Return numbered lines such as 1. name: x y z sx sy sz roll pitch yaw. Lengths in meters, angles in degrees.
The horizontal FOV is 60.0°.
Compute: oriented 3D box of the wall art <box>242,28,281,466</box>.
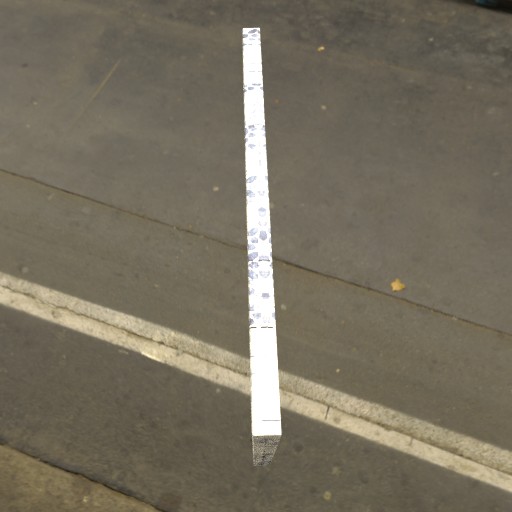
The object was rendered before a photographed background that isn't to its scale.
1. wall art: 0.000 0.000 0.737 0.030 0.406 0.608 -1 61 -1
